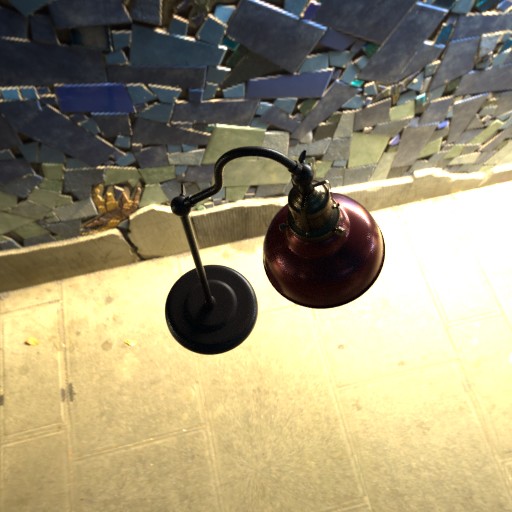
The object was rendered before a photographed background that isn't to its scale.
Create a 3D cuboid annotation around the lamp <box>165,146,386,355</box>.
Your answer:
[{"bbox_3d":[0.000,0.000,0.683,0.374,0.508,0.192,1,64,1],"label":"lamp"}]
